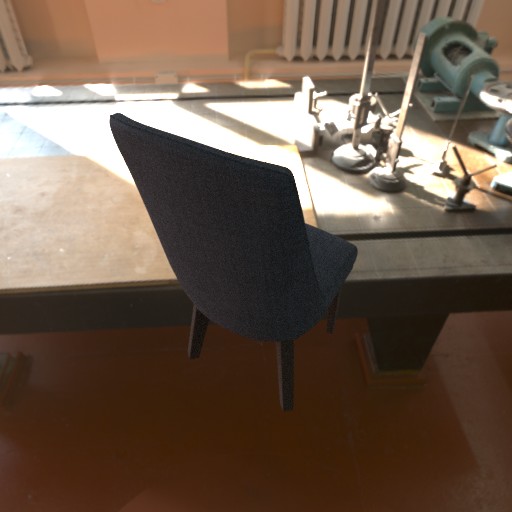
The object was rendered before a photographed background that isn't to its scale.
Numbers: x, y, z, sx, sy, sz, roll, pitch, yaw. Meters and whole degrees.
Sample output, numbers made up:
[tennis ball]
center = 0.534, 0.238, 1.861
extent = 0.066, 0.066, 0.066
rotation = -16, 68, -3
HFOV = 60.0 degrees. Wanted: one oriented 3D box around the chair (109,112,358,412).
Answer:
[chair]
center = 0.000, 0.000, 1.328
extent = 0.510, 1.050, 0.577
rotation = 23, 49, 22
